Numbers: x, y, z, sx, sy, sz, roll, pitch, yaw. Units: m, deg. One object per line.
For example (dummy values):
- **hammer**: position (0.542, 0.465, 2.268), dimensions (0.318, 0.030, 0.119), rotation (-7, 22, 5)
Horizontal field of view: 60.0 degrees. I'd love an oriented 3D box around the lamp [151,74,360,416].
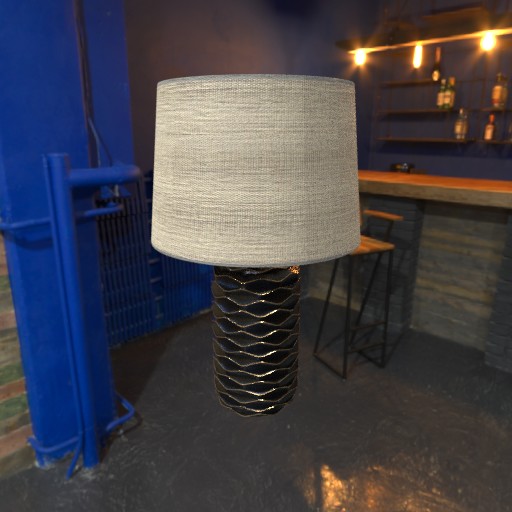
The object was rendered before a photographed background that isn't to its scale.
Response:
- **lamp**: position (0.000, 0.000, 0.826), dimensions (0.376, 0.594, 0.376), rotation (0, 16, 0)
